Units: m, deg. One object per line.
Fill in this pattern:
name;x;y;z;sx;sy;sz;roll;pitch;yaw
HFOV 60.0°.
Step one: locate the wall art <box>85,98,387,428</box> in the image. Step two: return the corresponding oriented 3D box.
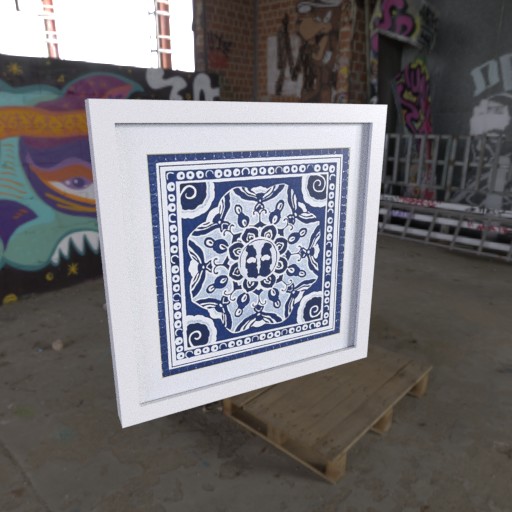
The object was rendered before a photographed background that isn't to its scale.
wall art;0.000;0.000;0.542;0.355;0.355;0.027;-8;19;-25
